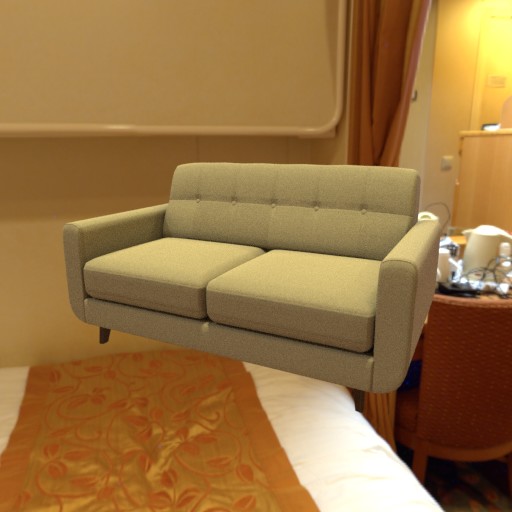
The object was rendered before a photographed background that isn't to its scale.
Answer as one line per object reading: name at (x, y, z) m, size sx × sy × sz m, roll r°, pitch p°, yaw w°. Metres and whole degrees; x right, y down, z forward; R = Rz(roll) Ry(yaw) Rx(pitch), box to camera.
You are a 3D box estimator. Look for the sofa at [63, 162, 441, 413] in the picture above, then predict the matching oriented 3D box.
sofa at (0.000, 0.000, 2.242) m, size 1.655 × 0.892 × 0.980 m, roll 7°, pitch 16°, yaw 26°
